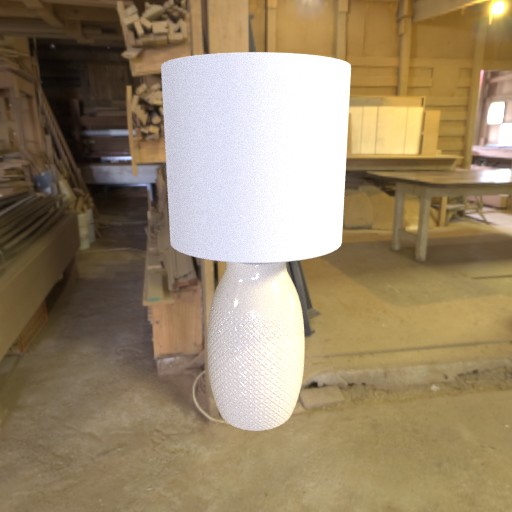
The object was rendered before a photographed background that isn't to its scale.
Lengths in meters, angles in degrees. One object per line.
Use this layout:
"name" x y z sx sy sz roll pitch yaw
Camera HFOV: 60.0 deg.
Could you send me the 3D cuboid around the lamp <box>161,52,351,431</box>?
"lamp" 0.000 0.000 0.576 0.217 0.453 0.217 -2 16 -8
